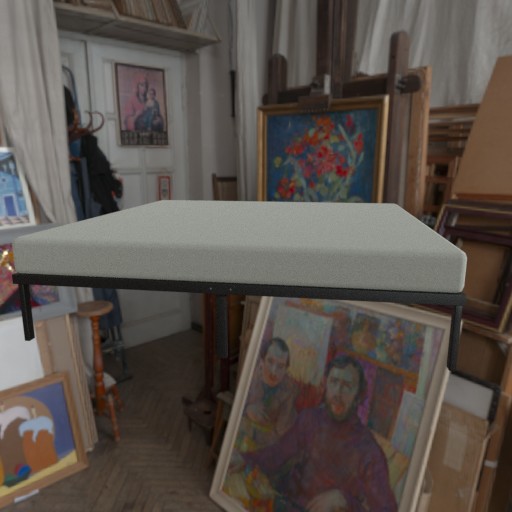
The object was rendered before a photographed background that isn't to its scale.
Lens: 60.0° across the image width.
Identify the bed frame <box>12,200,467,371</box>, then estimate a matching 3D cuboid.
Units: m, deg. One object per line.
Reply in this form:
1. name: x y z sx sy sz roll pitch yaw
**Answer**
1. bed frame: 0.000 0.000 3.742 2.635 0.680 2.526 2 13 9
